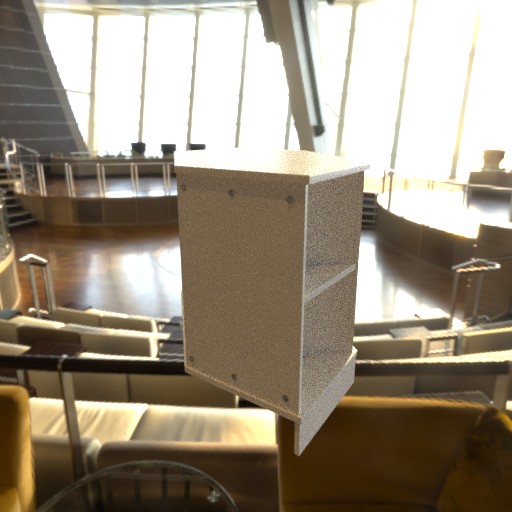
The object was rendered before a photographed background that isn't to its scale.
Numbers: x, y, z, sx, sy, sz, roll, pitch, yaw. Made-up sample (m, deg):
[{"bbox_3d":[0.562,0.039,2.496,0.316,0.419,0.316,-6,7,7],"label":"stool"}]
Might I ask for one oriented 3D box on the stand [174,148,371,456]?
[{"bbox_3d":[0.000,0.000,1.396,0.477,0.614,1.072,-3,17,-10],"label":"stand"}]
